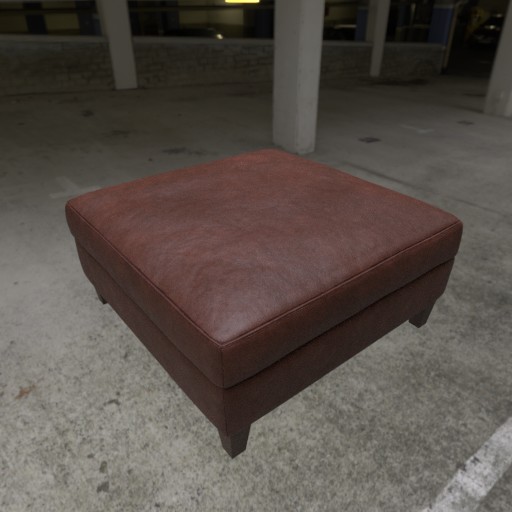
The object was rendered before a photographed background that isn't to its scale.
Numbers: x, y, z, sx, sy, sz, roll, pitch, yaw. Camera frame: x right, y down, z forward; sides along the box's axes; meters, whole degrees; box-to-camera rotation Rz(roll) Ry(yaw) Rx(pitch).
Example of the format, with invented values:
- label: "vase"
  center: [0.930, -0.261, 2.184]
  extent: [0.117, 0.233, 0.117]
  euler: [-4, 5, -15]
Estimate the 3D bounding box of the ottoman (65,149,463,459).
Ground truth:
- label: "ottoman"
  center: [0.000, 0.000, 1.330]
  extent: [0.836, 0.415, 0.844]
  euler: [-22, 37, -32]
